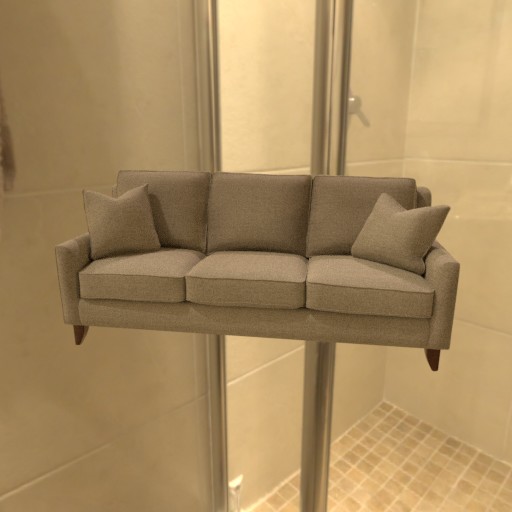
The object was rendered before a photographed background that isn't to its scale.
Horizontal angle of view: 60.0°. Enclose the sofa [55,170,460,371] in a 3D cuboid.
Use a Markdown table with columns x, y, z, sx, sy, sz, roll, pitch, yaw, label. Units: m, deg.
| x | y | z | sx | sy | sz | roll | pitch | yaw | label |
| --- | --- | --- | --- | --- | --- | --- | --- | --- | --- |
| 0.000 | 0.000 | 2.555 | 2.031 | 0.914 | 0.865 | 2 | 16 | 8 | sofa |
